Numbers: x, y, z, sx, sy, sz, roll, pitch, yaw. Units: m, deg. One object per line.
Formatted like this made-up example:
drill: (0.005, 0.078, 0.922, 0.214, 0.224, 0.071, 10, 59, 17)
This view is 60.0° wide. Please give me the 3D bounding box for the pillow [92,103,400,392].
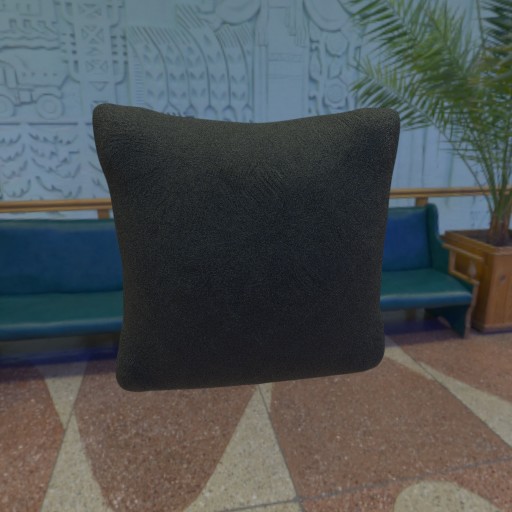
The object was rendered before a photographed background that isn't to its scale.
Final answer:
pillow: (0.000, 0.000, 0.805, 0.533, 0.523, 0.210, -3, 17, -9)
